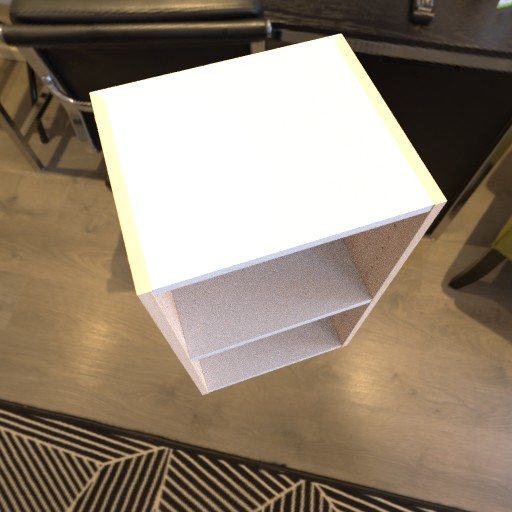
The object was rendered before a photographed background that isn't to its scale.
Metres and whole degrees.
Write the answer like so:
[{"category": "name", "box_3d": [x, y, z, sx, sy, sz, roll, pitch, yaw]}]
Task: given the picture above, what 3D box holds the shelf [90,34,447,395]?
[{"category": "shelf", "box_3d": [0.000, 0.000, 0.793, 0.350, 0.600, 0.290, -17, 65, -8]}]
